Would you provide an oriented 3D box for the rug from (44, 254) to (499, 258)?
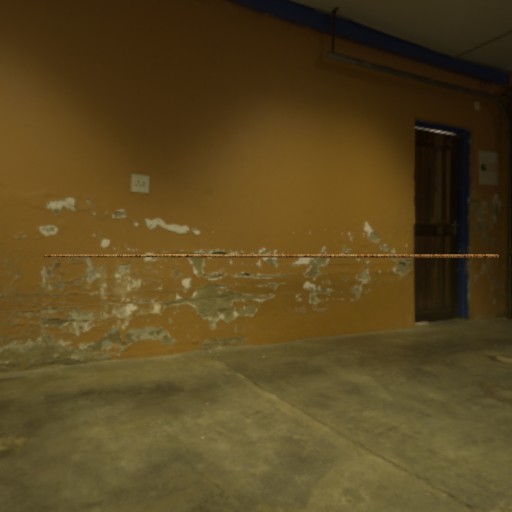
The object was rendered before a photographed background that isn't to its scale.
[{"bbox_3d":[0.000,0.000,2.414,2.237,0.014,0.680,0,0,18],"label":"rug"}]
